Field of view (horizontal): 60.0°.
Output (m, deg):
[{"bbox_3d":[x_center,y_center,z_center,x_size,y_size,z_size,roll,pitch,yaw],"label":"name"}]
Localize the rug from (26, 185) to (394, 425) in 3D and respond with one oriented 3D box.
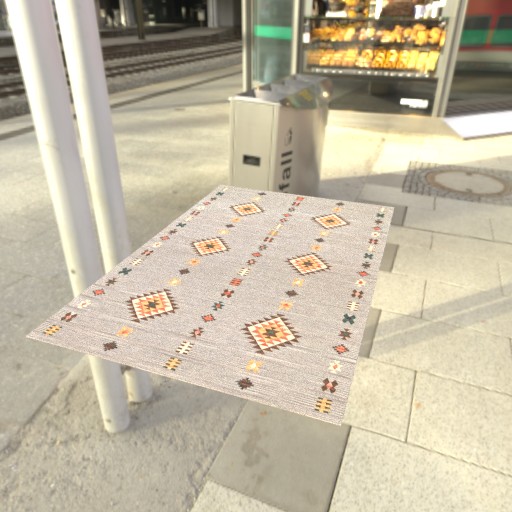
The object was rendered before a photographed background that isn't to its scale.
[{"bbox_3d":[0.000,0.000,2.267,1.217,0.005,1.818,10,30,18],"label":"rug"}]
